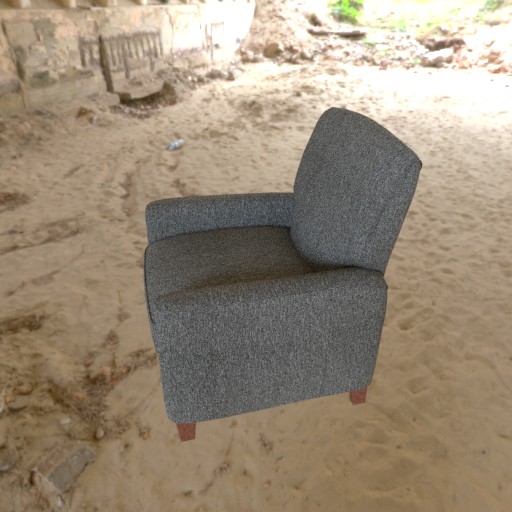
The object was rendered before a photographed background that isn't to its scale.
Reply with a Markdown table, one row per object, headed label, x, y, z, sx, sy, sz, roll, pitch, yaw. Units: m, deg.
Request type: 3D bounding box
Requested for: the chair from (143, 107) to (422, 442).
| label | x | y | z | sx | sy | sz | roll | pitch | yaw |
| --- | --- | --- | --- | --- | --- | --- | --- | --- | --- |
| chair | 0.000 | 0.000 | 1.719 | 0.864 | 1.014 | 0.848 | -7 | 31 | -12 |
